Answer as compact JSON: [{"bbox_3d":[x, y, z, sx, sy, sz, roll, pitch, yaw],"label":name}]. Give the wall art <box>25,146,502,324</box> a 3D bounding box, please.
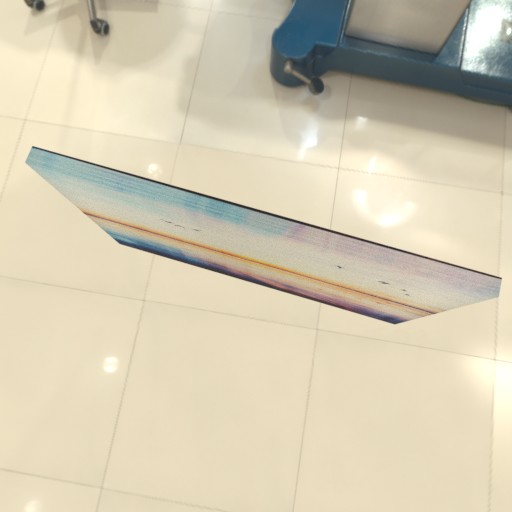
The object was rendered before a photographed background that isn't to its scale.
[{"bbox_3d":[0.000,0.000,1.115,0.911,0.605,0.037,16,77,4],"label":"wall art"}]
